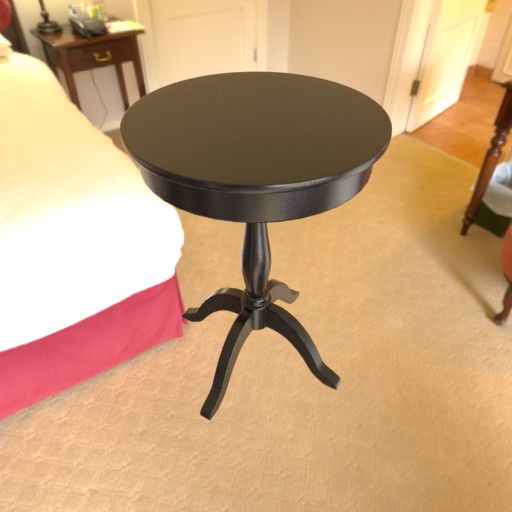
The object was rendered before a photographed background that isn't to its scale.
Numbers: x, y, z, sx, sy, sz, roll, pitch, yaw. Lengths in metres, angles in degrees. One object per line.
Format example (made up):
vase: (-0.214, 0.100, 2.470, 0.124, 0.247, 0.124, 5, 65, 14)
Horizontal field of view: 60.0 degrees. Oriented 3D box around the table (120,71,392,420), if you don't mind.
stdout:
table: (0.000, 0.000, 1.009, 0.481, 0.665, 0.481, 0, 40, 0)
